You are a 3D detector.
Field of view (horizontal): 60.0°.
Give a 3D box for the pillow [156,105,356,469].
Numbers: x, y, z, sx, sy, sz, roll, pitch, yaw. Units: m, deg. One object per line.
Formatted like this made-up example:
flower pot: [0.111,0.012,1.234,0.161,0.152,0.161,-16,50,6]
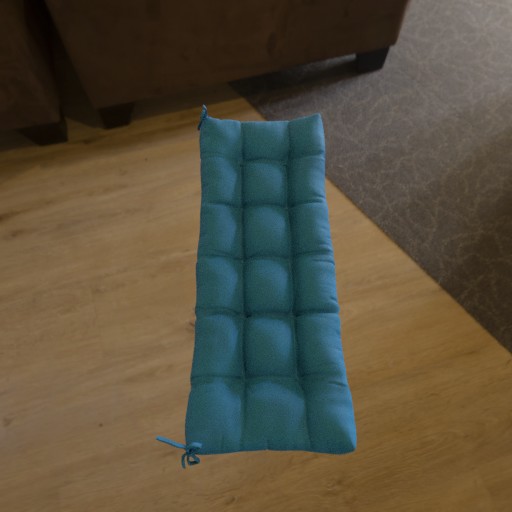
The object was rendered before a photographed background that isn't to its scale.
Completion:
pillow: [0.000,0.000,1.385,0.511,0.174,1.194,-1,64,0]
